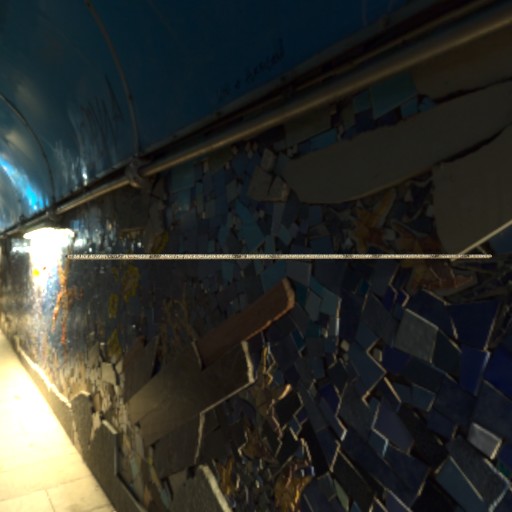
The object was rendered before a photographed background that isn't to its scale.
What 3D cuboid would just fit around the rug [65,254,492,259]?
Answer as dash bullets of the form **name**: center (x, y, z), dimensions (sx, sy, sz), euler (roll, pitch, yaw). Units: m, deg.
- **rug**: center (0.000, 0.000, 4.018), dimensions (3.000, 0.026, 2.399), euler (0, 0, -19)
